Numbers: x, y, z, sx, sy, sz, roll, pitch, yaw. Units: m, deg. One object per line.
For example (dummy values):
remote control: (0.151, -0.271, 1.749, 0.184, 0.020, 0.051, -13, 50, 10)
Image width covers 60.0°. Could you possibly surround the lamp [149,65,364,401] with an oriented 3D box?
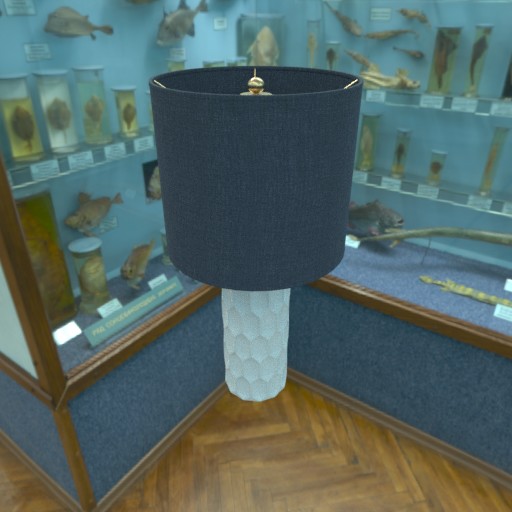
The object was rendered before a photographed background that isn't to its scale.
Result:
lamp: (0.000, 0.000, 0.712, 0.277, 0.537, 0.277, 21, 35, 32)
